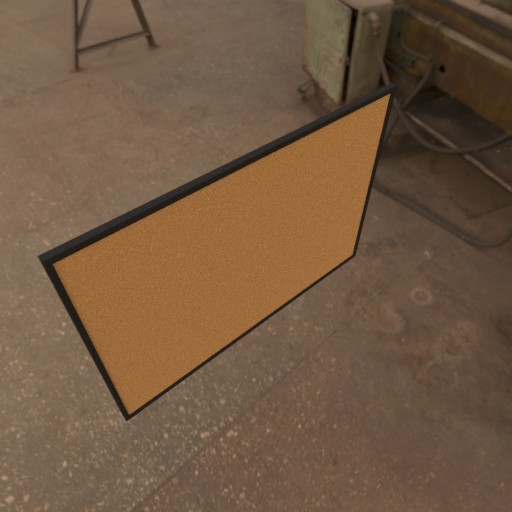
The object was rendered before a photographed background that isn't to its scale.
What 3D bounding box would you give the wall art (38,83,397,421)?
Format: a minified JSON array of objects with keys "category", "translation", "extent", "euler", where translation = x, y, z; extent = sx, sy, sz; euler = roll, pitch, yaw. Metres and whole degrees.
[{"category":"wall art","translation":[0.000,0.000,0.832],"extent":[0.664,0.458,0.013],"euler":[-32,55,-26]}]
